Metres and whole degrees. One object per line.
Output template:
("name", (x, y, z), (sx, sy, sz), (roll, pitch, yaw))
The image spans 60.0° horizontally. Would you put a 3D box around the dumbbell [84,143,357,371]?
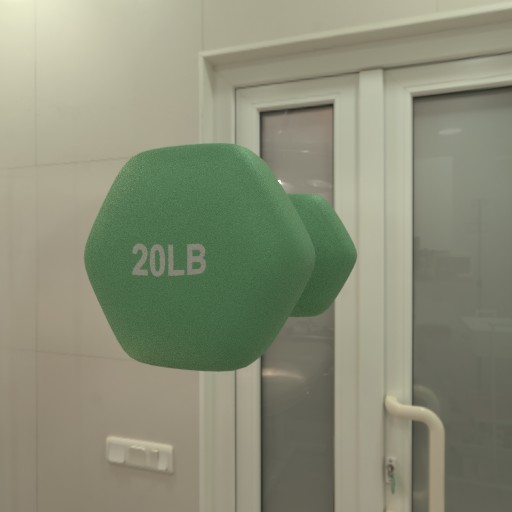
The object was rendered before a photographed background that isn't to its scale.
("dumbbell", (0.000, 0.000, 0.334), (0.129, 0.117, 0.260), (0, 0, 20))
